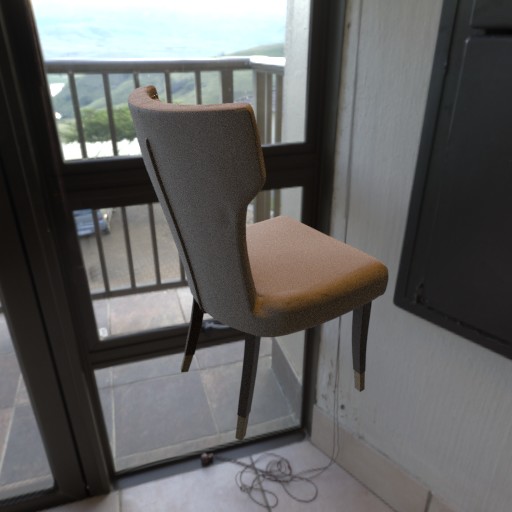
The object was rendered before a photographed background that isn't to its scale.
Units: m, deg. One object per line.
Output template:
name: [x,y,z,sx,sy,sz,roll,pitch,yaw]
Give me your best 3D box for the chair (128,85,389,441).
chair: [0.000,0.000,1.331,0.630,0.950,0.526,-18,31,-31]
